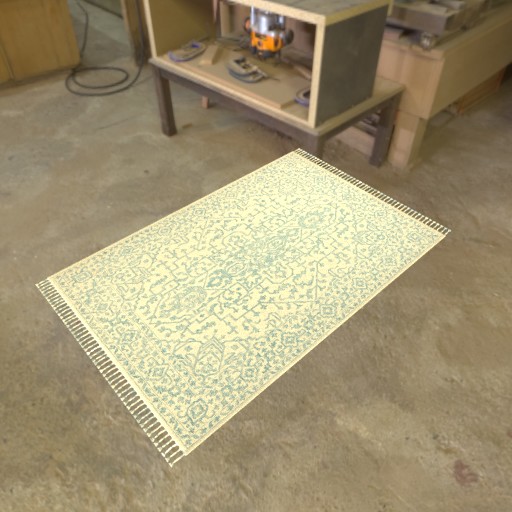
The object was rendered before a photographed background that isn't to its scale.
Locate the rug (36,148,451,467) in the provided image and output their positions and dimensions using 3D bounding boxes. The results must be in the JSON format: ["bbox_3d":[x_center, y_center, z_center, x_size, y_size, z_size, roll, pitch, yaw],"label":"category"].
[{"bbox_3d":[0.000,0.000,3.022,2.438,0.010,1.524,-33,53,-29],"label":"rug"}]
